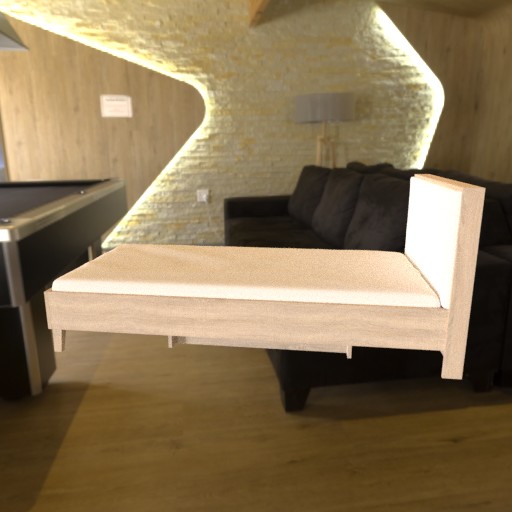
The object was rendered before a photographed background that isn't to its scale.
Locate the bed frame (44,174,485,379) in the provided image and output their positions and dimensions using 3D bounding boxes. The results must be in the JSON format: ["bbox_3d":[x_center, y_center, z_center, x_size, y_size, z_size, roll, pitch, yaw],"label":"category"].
[{"bbox_3d":[0.000,0.000,2.647,2.140,0.920,0.990,2,14,7],"label":"bed frame"}]
